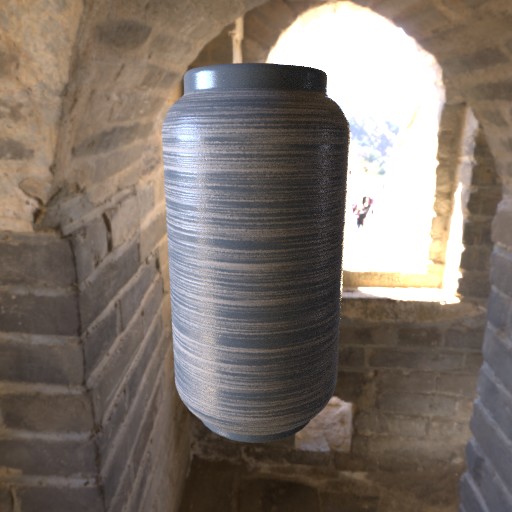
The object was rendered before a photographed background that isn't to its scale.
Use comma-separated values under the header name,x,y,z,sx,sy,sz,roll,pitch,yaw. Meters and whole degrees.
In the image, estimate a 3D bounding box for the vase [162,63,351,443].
name,x,y,z,sx,sy,sz,roll,pitch,yaw
vase,0.000,0.000,0.299,0.116,0.230,0.116,0,15,0
